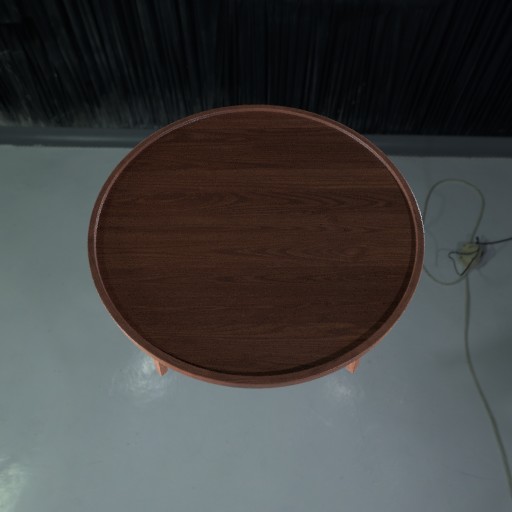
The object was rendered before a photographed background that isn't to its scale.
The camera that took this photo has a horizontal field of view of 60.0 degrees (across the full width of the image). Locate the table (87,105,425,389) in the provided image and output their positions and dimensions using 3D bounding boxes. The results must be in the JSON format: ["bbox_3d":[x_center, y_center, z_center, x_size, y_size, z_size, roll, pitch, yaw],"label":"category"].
[{"bbox_3d":[0.000,0.000,1.224,0.800,0.360,0.800,0,59,0],"label":"table"}]
